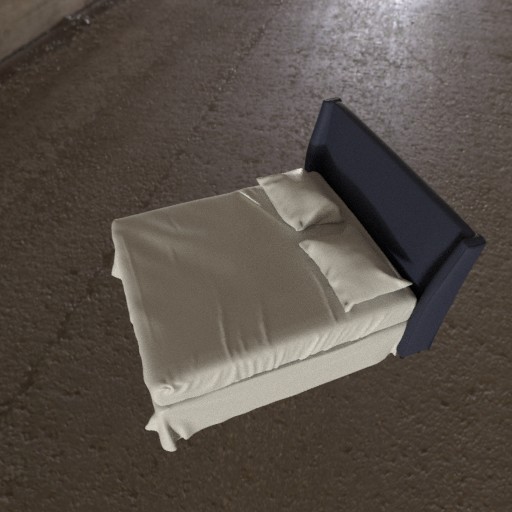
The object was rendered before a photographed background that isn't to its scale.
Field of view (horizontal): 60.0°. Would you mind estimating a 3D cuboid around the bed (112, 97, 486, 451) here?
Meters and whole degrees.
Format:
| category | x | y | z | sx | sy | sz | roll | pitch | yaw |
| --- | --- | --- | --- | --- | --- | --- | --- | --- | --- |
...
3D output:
| category | x | y | z | sx | sy | sz | roll | pitch | yaw |
| --- | --- | --- | --- | --- | --- | --- | --- | --- | --- |
| bed | 0.000 | 0.000 | 3.453 | 2.276 | 1.332 | 1.925 | -16 | 50 | -14 |
